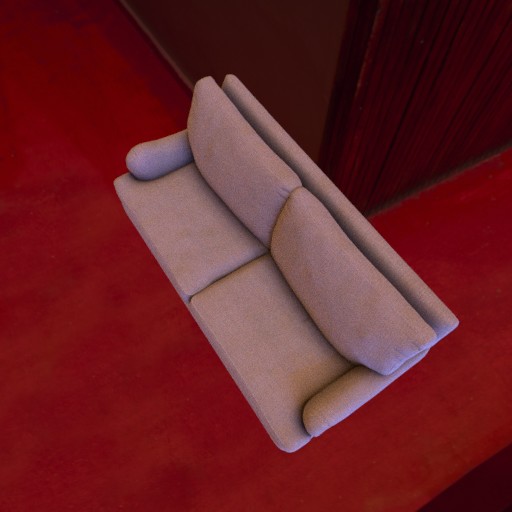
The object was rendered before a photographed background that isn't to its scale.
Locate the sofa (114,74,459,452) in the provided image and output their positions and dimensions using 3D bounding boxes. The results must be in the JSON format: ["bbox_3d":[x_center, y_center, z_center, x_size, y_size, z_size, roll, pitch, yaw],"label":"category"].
[{"bbox_3d":[0.000,0.000,2.875,1.069,1.096,2.193,-31,68,-14],"label":"sofa"}]
